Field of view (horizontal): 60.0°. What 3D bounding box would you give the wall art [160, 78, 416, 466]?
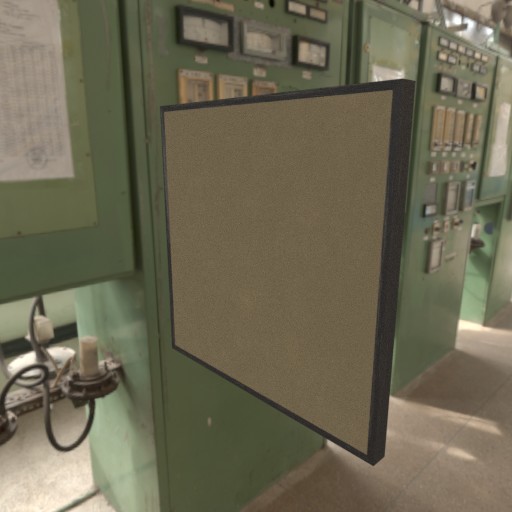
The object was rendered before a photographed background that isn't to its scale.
[{"bbox_3d":[0.000,0.000,1.116,0.043,0.758,0.762,-13,19,-42],"label":"wall art"}]
